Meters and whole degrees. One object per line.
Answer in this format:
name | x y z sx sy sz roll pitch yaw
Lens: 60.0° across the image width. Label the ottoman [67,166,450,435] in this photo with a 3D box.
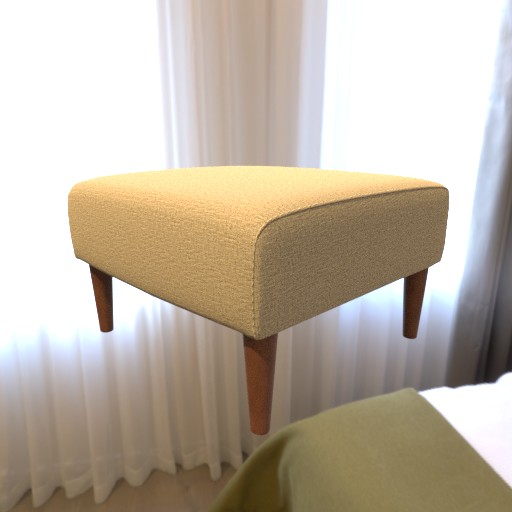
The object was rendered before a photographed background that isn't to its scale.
ottoman | 0.000 0.000 1.055 0.649 0.398 0.650 -14 20 -42
